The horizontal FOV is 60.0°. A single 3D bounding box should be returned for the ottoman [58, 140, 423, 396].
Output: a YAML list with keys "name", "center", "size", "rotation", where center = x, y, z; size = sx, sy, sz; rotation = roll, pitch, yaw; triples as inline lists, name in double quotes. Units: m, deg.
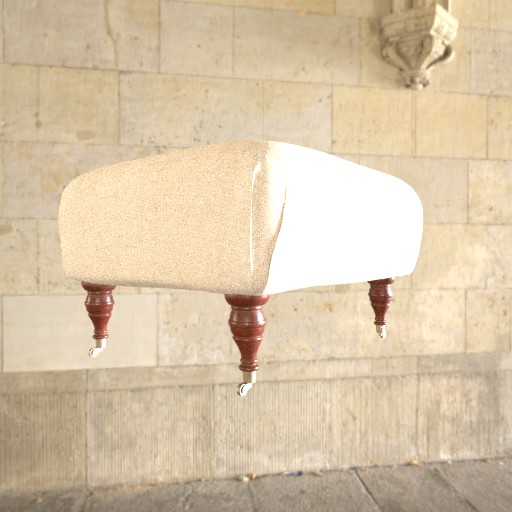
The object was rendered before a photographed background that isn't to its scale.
- name: "ottoman"
  center: [0.000, 0.000, 1.097]
  size: [0.622, 0.450, 0.747]
  rotation: [1, 1, 38]
